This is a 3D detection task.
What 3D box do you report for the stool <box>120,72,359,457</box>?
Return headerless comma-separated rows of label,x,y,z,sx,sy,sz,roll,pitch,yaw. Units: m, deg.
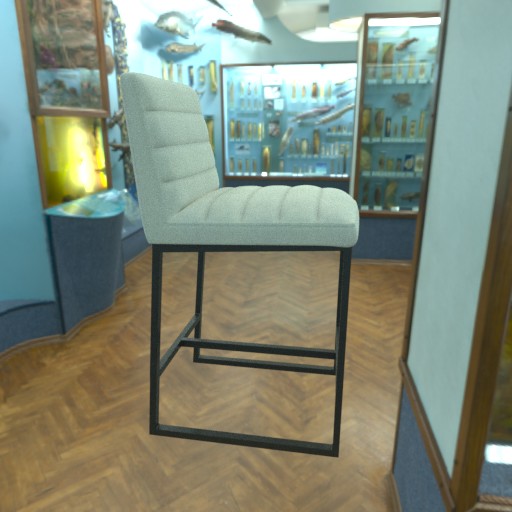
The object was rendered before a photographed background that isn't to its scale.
stool,0.000,0.000,1.294,0.567,0.971,0.459,3,17,10
